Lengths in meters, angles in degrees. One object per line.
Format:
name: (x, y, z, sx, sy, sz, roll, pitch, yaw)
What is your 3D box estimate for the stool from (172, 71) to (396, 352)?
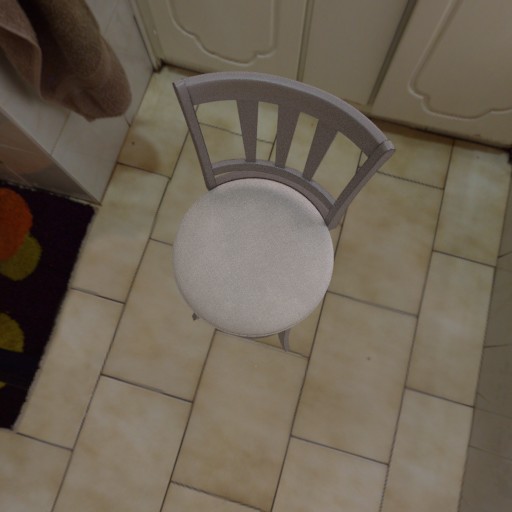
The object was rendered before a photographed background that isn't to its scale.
stool: (0.000, 0.000, 1.273, 0.436, 1.023, 0.475, 18, 77, 4)
